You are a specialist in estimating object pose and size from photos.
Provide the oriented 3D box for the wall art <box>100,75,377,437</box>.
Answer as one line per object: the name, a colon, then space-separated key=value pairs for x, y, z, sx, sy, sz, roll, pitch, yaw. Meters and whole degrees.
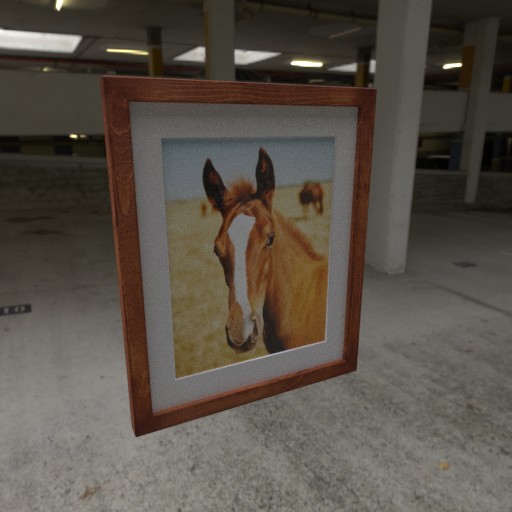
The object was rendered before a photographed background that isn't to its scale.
wall art: x=0.000 y=0.000 z=0.767 sx=0.462 sy=0.558 sz=0.030 roll=-8 pitch=18 yaw=-26
